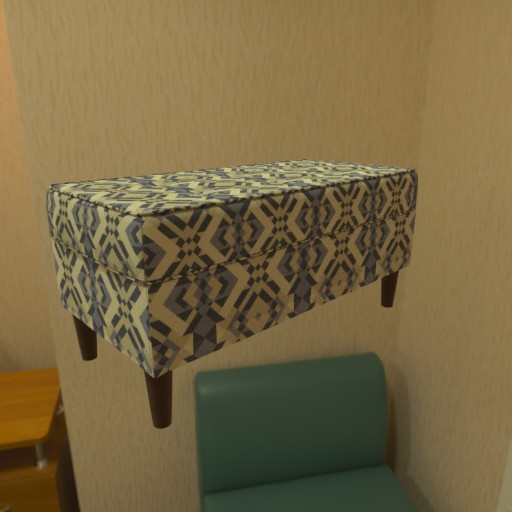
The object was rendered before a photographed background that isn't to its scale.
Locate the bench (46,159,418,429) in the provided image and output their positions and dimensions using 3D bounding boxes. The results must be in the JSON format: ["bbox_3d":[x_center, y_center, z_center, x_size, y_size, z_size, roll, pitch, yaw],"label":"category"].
[{"bbox_3d":[0.000,0.000,1.322,1.016,0.477,0.492,-16,24,-41],"label":"bench"}]
